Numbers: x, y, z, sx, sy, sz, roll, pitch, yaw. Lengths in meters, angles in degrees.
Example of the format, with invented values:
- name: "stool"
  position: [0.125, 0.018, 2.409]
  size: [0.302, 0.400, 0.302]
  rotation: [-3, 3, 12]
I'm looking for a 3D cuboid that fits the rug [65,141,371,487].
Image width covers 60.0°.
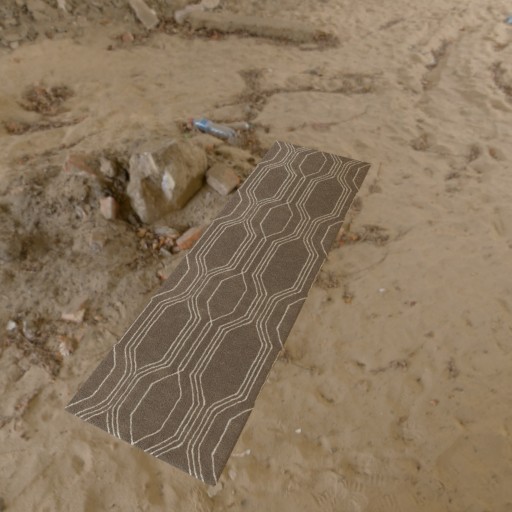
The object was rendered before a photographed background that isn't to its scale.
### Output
- name: "rug"
  position: [0.000, 0.000, 2.659]
  size: [0.773, 0.012, 2.464]
  rotation: [18, 49, 17]
